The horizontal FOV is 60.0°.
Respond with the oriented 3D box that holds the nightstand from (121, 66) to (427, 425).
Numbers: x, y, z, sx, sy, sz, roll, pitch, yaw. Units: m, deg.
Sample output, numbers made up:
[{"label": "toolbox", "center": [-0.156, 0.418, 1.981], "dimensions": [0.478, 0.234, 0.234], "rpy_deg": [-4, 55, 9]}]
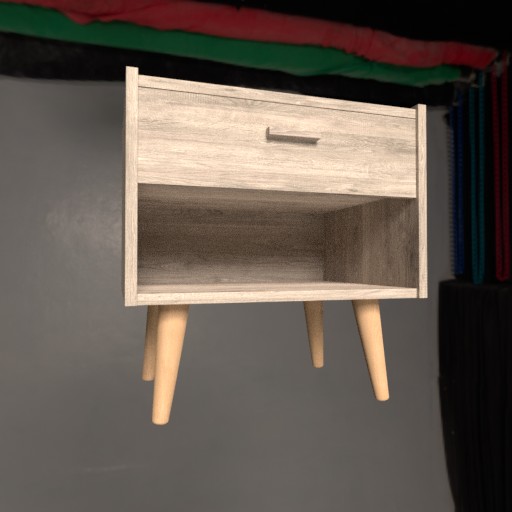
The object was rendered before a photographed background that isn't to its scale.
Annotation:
[{"label": "nightstand", "center": [0.000, 0.000, 0.835], "dimensions": [0.480, 0.500, 0.380], "rpy_deg": [0, -1, -18]}]
